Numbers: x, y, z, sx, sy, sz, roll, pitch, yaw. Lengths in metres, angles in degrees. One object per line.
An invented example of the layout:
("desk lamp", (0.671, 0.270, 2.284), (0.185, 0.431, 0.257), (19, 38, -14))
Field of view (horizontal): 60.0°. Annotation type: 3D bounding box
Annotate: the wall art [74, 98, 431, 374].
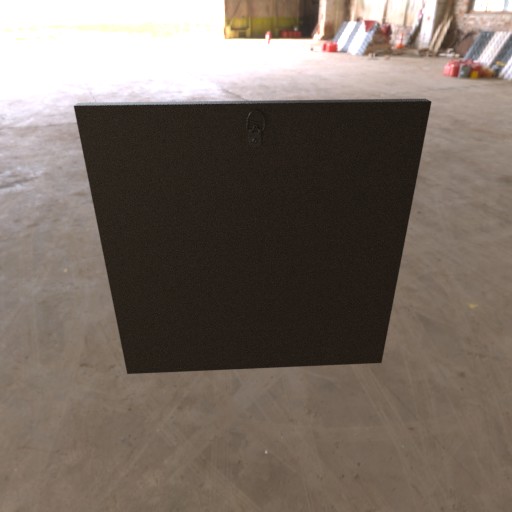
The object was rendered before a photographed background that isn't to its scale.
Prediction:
("wall art", (0.000, 0.000, 1.208), (0.805, 0.807, 0.043), (-2, 30, -3))
